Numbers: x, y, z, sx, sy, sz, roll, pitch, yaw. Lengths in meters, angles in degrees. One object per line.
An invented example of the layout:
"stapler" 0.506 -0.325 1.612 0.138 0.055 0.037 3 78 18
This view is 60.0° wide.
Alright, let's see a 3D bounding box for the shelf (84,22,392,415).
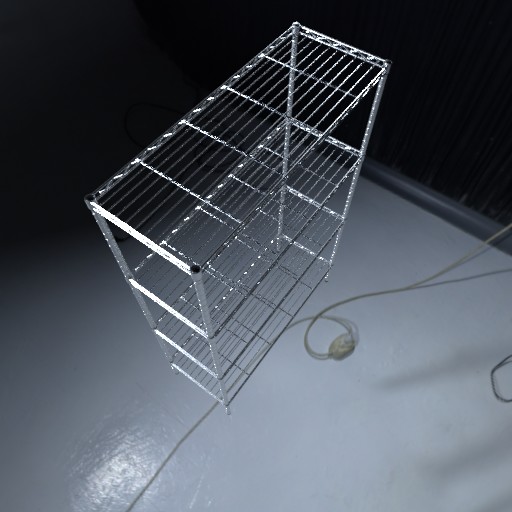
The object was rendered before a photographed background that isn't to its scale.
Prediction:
"shelf" 0.000 0.000 1.759 0.352 1.360 0.907 32 63 18
